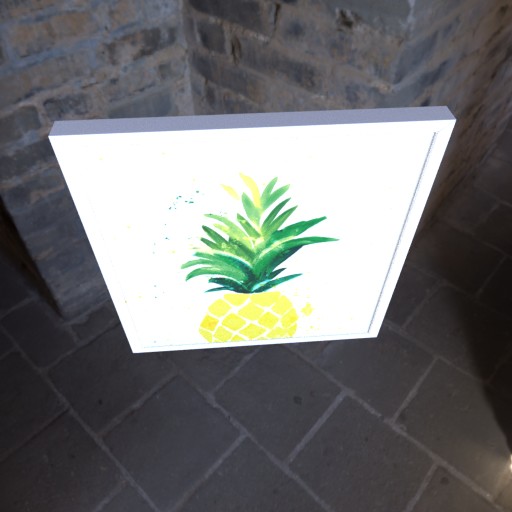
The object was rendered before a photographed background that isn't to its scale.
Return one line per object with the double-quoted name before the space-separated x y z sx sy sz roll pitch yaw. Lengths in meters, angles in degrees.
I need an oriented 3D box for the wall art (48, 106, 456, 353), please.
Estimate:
"wall art" 0.000 0.000 0.749 0.508 0.507 0.035 -3 47 -3
